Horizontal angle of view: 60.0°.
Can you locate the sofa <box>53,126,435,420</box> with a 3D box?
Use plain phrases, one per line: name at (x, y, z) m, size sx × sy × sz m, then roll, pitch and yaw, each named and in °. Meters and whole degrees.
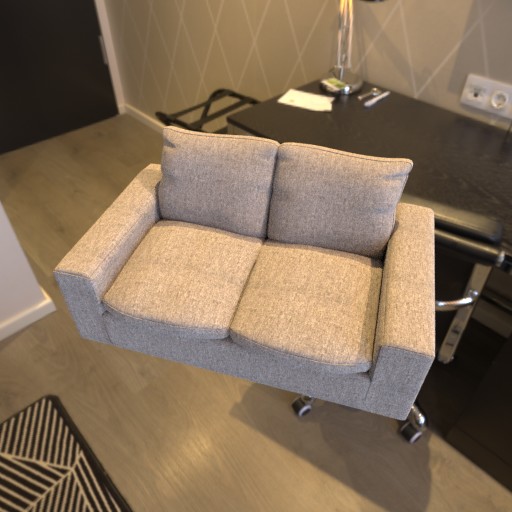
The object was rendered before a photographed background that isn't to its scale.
sofa at (0.000, 0.000, 2.335) m, size 1.758 × 0.877 × 1.094 m, roll 11°, pitch 43°, yaw 12°
